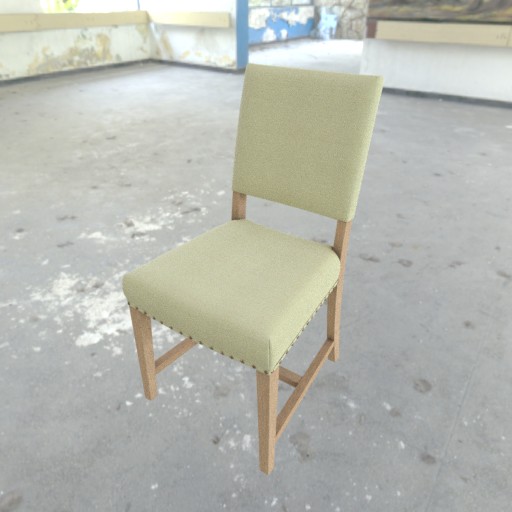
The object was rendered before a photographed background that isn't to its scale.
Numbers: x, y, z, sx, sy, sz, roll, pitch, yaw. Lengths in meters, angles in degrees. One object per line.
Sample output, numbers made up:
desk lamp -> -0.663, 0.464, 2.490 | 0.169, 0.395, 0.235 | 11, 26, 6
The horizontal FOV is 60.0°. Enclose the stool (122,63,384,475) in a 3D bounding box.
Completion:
stool -> 0.000, 0.000, 1.335 | 0.508, 0.986, 0.623 | 19, 36, 29
